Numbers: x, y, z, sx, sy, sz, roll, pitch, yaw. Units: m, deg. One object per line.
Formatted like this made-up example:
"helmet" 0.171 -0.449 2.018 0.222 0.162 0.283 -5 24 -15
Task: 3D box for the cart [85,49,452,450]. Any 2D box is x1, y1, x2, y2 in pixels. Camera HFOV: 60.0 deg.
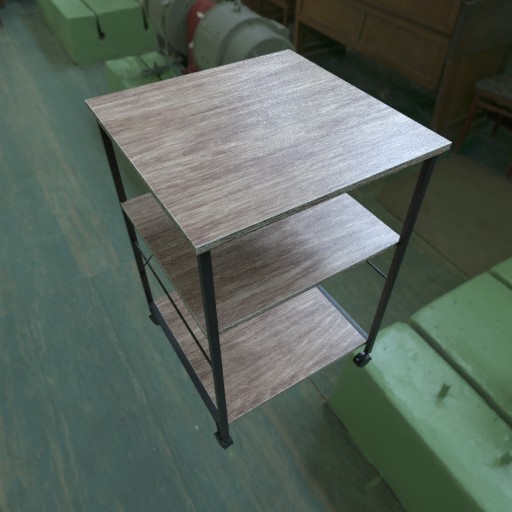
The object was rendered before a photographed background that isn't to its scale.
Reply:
"cart" 0.000 0.000 1.140 0.521 0.762 0.520 -24 50 -22
